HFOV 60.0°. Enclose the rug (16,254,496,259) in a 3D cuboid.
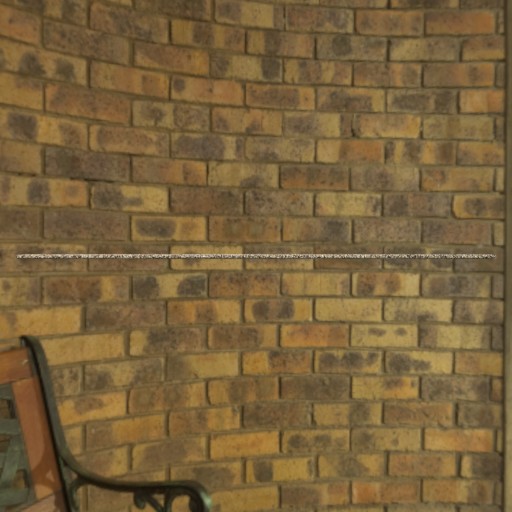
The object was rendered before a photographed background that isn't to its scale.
[{"bbox_3d":[0.000,0.000,4.004,3.047,0.029,2.438,0,0,0],"label":"rug"}]
